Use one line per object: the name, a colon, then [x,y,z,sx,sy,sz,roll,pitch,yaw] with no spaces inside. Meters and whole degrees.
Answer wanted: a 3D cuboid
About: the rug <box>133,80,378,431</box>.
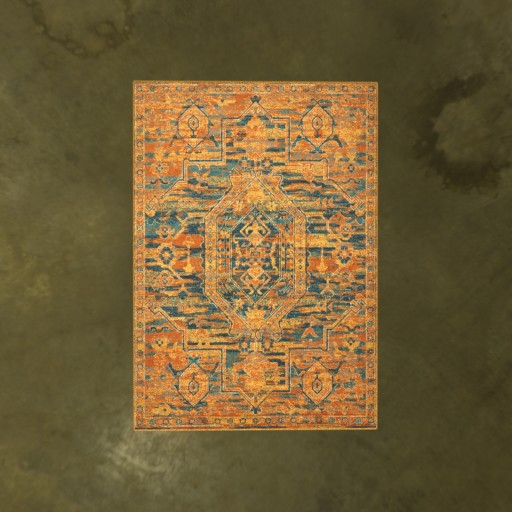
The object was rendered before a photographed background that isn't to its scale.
rug: [0.000,0.000,3.699,2.043,0.019,2.916,0,90,-1]
